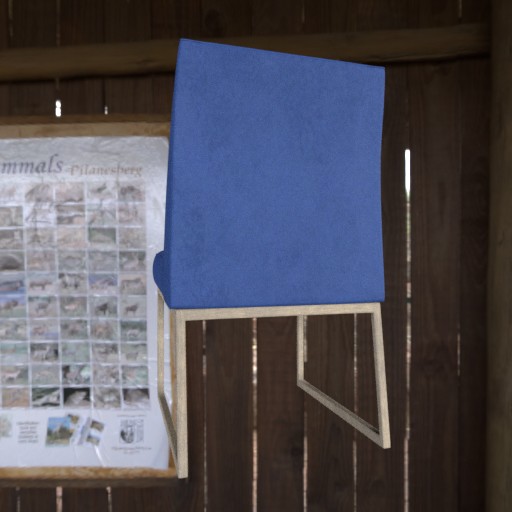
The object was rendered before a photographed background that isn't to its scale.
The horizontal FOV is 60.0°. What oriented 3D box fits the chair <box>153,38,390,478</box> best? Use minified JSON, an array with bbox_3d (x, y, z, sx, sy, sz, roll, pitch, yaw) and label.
[{"bbox_3d":[0.000,0.000,1.177,0.508,0.863,0.522,0,0,-17],"label":"chair"}]
